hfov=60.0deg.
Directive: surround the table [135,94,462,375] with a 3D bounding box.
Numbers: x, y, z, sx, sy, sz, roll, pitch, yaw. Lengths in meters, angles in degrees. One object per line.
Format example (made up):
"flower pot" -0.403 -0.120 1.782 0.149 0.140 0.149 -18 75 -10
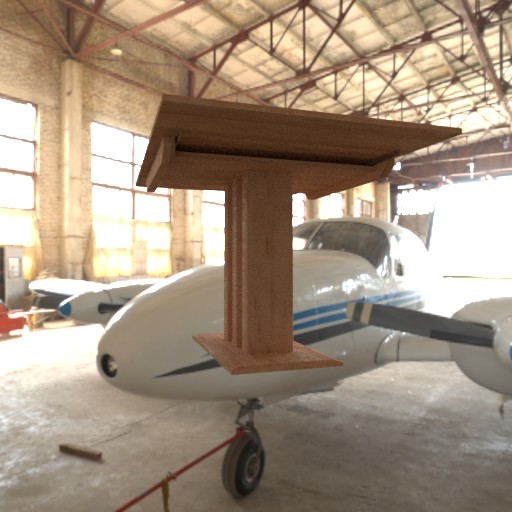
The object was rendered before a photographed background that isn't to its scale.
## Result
"table" 0.000 0.000 1.825 0.900 0.770 1.300 0 -1 -18
